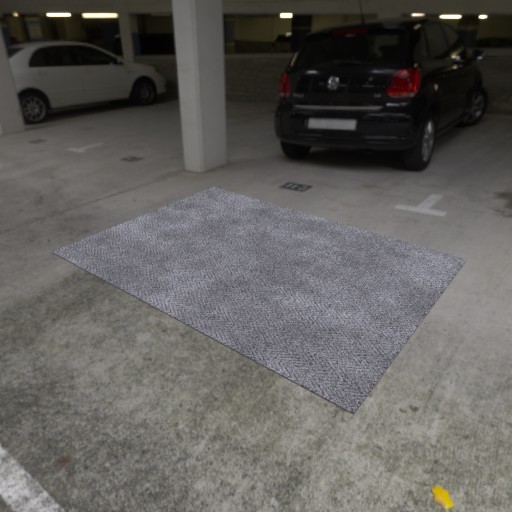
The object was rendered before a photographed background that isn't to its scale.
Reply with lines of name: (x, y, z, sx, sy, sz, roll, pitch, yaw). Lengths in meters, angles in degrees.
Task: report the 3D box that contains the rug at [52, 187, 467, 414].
rug: (0.000, 0.000, 2.930, 2.235, 0.008, 1.600, 21, 35, 32)
